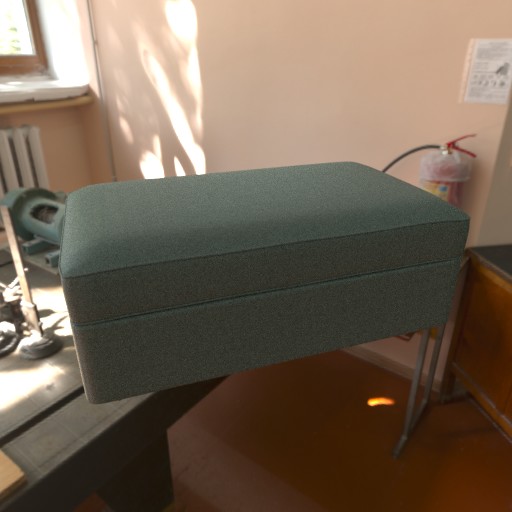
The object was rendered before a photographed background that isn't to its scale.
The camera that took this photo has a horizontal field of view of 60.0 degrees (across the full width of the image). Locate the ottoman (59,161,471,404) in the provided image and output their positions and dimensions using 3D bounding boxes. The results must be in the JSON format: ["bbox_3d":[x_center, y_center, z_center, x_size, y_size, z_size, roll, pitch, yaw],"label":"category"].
[{"bbox_3d":[0.000,0.000,1.524,1.173,0.494,0.681,-9,27,-17],"label":"ottoman"}]
